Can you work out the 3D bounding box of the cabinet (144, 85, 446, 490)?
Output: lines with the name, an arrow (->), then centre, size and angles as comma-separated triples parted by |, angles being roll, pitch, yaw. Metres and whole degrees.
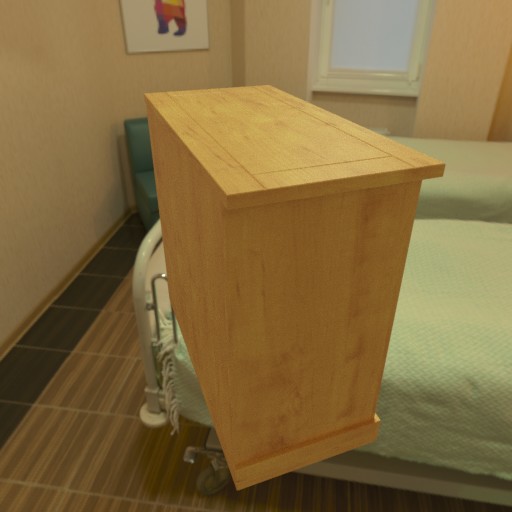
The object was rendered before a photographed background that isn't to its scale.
cabinet -> 0.000, 0.000, 1.387 | 0.450, 0.840, 0.920 | -11, 32, -18
